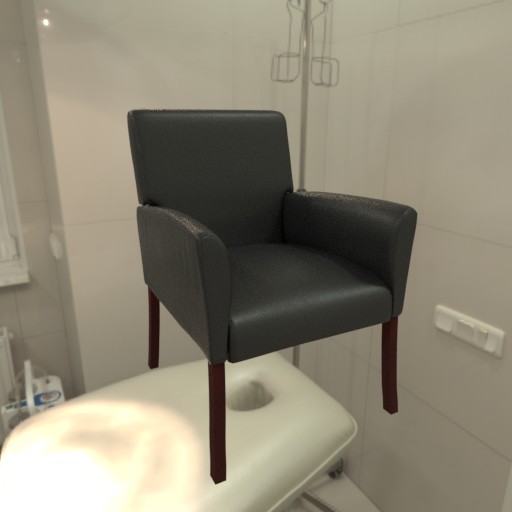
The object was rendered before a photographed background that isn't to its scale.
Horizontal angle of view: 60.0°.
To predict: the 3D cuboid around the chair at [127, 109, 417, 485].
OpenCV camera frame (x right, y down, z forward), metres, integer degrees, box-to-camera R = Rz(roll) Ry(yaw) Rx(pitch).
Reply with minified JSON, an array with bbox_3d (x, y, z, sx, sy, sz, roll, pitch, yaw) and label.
[{"bbox_3d":[0.000,0.000,1.493,0.683,0.951,0.772,-9,19,-27],"label":"chair"}]
